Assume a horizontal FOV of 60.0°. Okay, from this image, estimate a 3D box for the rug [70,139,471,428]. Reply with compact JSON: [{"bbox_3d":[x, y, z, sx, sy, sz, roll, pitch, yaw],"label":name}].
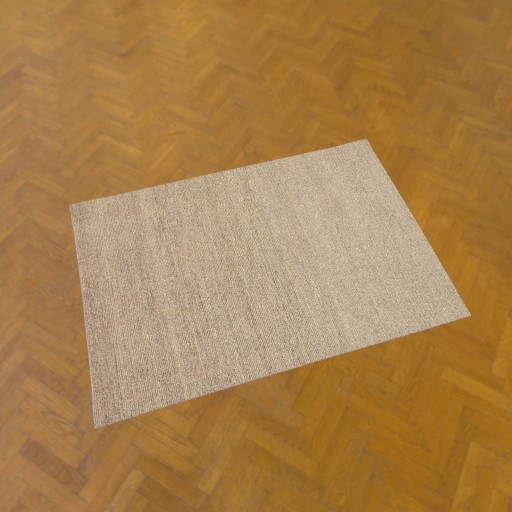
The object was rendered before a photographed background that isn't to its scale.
[{"bbox_3d":[0.000,0.000,2.988,2.342,0.030,1.609,-14,60,-8],"label":"rug"}]
